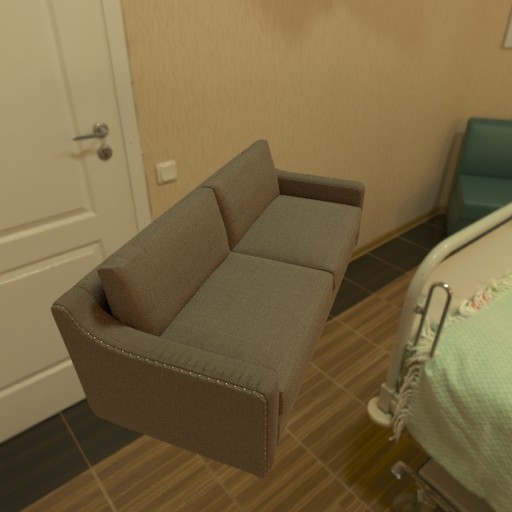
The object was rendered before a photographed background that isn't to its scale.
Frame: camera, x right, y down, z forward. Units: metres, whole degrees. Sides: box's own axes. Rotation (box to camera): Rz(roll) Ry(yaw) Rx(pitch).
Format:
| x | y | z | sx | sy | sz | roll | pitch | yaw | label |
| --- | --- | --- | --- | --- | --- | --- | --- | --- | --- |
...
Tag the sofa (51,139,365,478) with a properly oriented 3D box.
| x | y | z | sx | sy | sz | roll | pitch | yaw | label |
| --- | --- | --- | --- | --- | --- | --- | --- | --- | --- |
| 0.000 | 0.000 | 2.704 | 1.000 | 0.857 | 2.208 | 11 | 34 | 18 | sofa |
